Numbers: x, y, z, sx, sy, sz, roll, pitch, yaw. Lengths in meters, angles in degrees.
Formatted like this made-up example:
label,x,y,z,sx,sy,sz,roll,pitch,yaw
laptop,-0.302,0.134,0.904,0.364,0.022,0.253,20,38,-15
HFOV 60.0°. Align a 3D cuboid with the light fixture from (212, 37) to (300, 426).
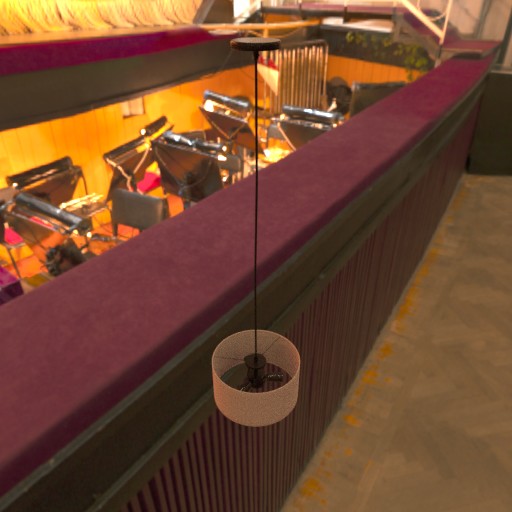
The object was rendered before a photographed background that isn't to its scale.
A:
label,x,y,z,sx,sy,sz,roll,pitch,yaw
light fixture,0.000,0.000,1.723,0.399,1.516,0.399,0,32,0
